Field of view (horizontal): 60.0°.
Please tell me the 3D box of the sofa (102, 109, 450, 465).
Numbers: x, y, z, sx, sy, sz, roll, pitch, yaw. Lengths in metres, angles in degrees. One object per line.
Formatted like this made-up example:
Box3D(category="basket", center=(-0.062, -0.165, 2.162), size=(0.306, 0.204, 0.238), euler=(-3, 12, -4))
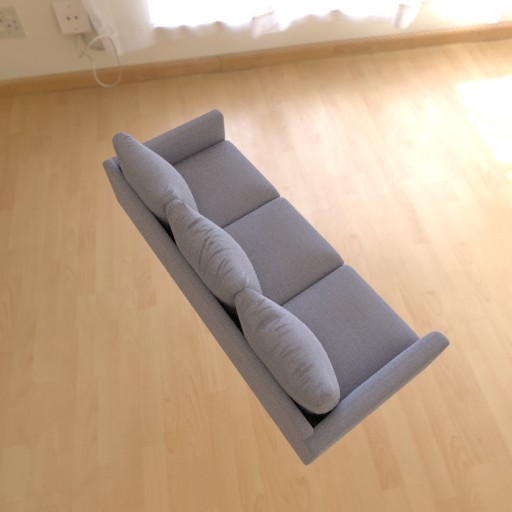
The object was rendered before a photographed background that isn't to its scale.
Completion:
Box3D(category="sofa", center=(0.000, 0.000, 2.489), size=(0.850, 0.830, 2.000), euler=(-31, 63, -18))
